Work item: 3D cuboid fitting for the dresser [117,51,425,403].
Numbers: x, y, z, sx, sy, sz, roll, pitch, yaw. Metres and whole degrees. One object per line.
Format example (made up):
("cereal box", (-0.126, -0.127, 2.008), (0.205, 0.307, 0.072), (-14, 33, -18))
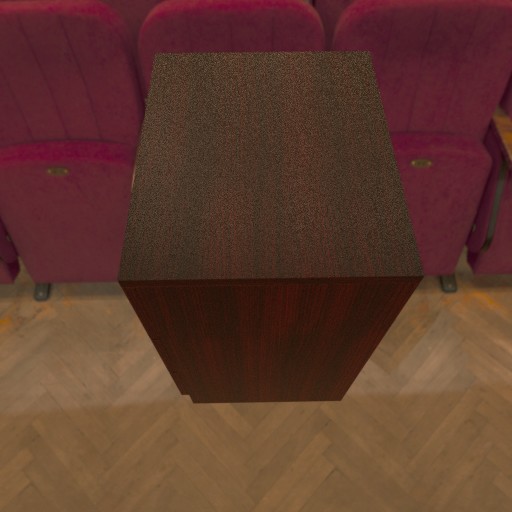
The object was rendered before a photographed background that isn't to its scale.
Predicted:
("dresser", (0.000, 0.000, 0.823), (0.360, 0.560, 0.400), (-1, 58, -1))
